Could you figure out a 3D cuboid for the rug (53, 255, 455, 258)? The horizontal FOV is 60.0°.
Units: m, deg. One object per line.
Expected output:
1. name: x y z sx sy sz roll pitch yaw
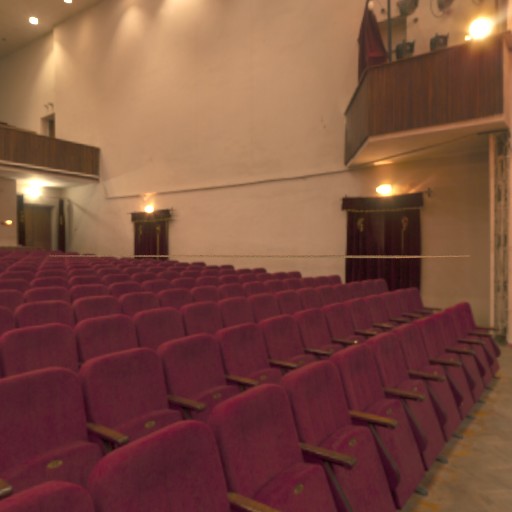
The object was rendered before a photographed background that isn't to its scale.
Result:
1. rug: 0.000 0.000 2.932 2.363 0.004 1.566 0 0 36
